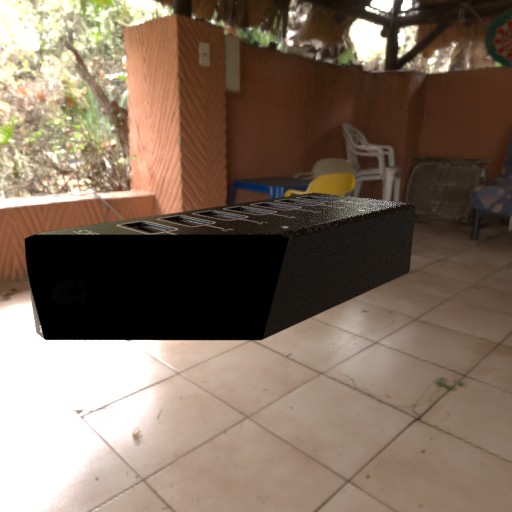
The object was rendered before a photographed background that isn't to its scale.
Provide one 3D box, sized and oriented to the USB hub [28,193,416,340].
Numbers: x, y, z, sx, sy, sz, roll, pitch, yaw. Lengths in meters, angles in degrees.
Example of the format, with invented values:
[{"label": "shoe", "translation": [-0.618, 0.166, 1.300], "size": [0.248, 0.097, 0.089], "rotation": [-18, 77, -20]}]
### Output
[{"label": "USB hub", "translation": [0.000, 0.000, 0.126], "size": [0.044, 0.023, 0.110], "rotation": [15, 21, 43]}]
